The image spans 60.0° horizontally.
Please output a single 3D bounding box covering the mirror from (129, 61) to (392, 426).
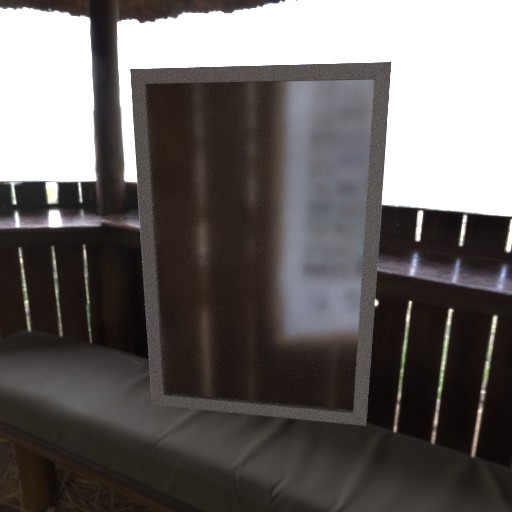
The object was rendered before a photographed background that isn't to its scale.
[{"bbox_3d":[0.000,0.000,1.150,0.609,0.914,0.041,2,15,9],"label":"mirror"}]
